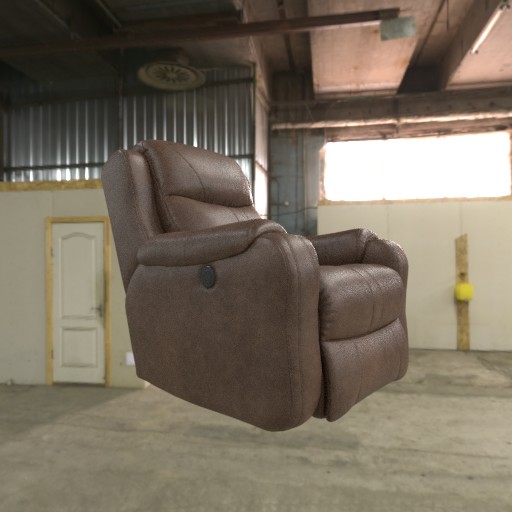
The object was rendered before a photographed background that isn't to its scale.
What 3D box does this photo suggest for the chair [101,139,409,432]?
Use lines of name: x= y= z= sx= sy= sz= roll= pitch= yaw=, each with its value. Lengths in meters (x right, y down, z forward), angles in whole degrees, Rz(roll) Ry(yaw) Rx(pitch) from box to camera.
chair: x=0.000 y=0.000 z=1.805 sx=1.067 sy=0.990 sz=0.940 roll=0 pitch=1 yaw=38
